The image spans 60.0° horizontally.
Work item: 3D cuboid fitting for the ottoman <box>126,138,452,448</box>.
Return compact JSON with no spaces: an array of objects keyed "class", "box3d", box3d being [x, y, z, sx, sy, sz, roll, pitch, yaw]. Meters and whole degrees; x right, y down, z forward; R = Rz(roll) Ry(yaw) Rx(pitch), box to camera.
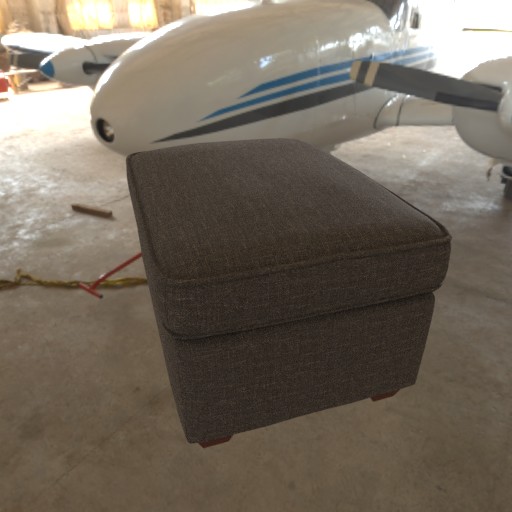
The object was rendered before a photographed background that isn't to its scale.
[{"class":"ottoman","box3d":[0.000,0.000,1.104,0.549,0.450,0.749,-9,30,-16]}]
